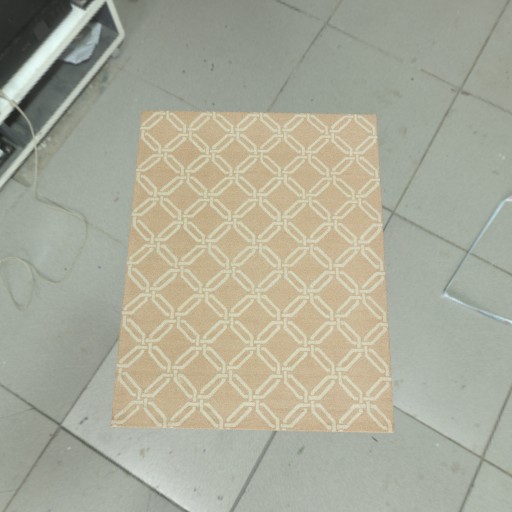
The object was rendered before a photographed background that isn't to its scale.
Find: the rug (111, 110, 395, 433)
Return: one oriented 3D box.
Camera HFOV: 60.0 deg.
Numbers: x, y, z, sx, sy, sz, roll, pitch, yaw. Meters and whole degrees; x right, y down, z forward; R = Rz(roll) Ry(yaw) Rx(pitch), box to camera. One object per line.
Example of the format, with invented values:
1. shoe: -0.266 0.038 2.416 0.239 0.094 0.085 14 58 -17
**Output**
1. rug: 0.000 0.000 3.938 2.288 0.018 2.895 1 75 0
